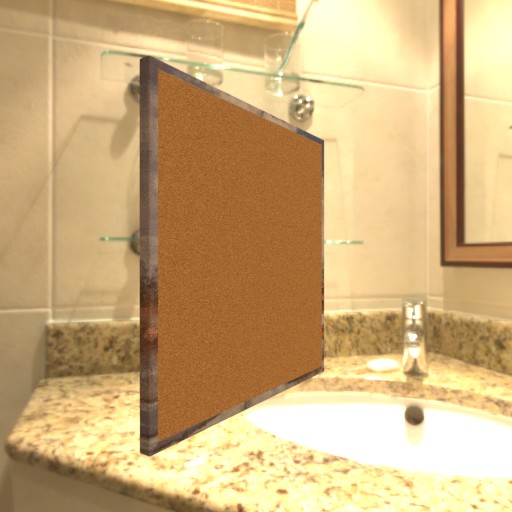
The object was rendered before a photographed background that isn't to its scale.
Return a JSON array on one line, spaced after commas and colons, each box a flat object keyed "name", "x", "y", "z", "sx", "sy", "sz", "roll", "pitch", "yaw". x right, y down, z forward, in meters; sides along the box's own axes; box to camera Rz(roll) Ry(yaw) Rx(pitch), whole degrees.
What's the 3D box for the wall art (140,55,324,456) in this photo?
[{"name": "wall art", "x": 0.000, "y": 0.000, "z": 1.362, "sx": 0.035, "sy": 0.897, "sz": 0.888, "roll": 0, "pitch": 0, "yaw": 34}]
